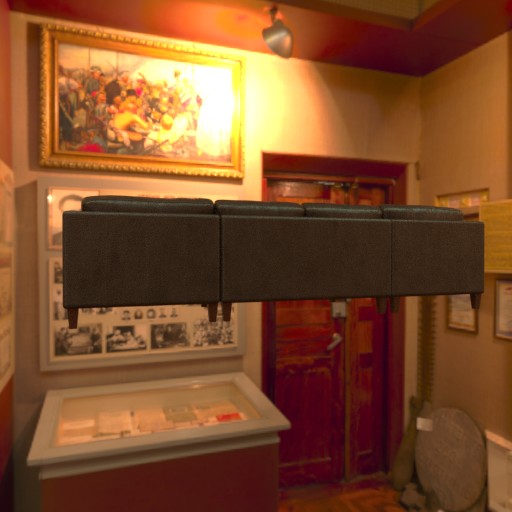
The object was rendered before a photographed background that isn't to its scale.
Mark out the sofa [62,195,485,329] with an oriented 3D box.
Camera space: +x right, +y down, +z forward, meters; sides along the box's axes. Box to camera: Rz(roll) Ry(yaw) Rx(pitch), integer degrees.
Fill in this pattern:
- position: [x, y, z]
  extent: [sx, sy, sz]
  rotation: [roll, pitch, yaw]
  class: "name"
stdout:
- position: [0.000, 0.000, 4.428]
  extent: [3.324, 0.891, 2.452]
  rotation: [0, 1, -18]
  class: "sofa"
